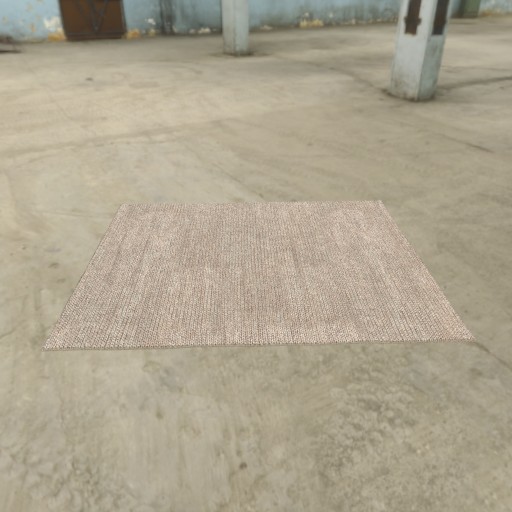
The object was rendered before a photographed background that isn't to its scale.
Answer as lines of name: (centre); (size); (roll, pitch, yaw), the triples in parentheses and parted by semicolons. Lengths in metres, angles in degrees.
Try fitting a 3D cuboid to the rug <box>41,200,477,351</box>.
rug: (0.000, 0.000, 4.128); (3.052, 0.030, 2.429); (-1, 31, -2)
